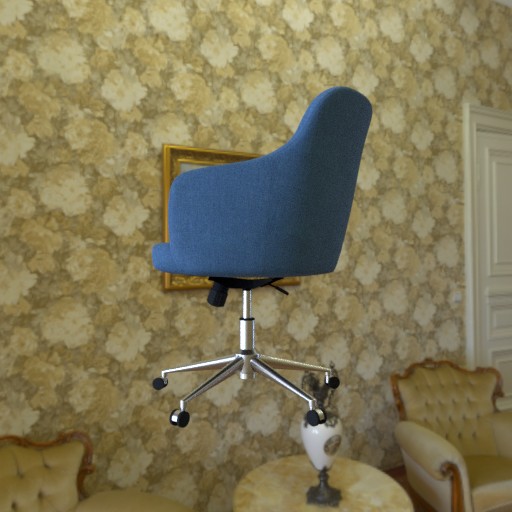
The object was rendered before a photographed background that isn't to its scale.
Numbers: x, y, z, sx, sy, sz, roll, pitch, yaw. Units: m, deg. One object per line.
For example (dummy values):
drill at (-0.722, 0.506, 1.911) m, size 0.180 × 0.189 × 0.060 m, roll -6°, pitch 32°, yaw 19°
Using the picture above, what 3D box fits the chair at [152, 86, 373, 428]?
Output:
chair at (0.000, 0.000, 1.287) m, size 0.655 × 0.820 × 0.599 m, roll 0°, pitch -1°, yaw 17°
